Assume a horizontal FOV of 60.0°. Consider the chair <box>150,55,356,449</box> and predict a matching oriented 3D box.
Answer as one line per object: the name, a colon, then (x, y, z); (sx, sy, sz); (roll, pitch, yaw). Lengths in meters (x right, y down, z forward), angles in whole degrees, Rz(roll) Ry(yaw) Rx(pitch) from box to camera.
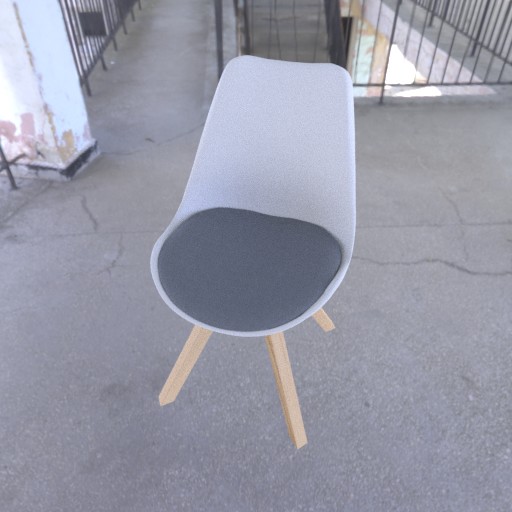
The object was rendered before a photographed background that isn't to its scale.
chair: (0.000, 0.000, 1.171); (0.485, 0.850, 0.550); (12, 42, 14)
